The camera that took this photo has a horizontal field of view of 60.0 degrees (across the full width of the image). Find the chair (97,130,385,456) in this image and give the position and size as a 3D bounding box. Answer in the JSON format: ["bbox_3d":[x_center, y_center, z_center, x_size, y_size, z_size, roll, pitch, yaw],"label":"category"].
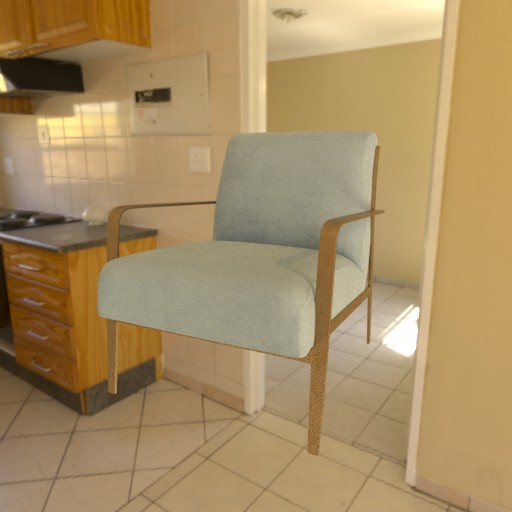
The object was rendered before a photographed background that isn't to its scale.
[{"bbox_3d":[0.000,0.000,1.472,0.701,0.824,0.842,6,15,25],"label":"chair"}]
